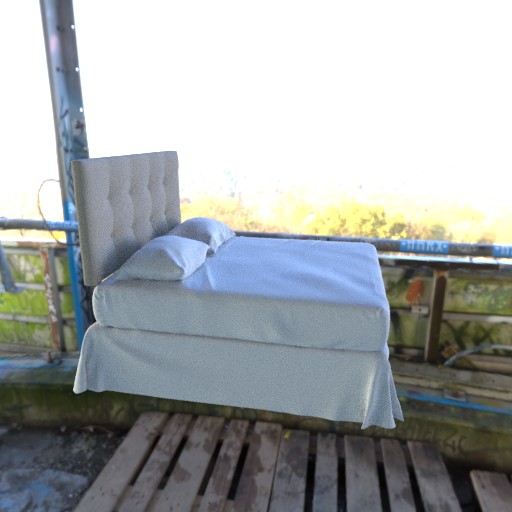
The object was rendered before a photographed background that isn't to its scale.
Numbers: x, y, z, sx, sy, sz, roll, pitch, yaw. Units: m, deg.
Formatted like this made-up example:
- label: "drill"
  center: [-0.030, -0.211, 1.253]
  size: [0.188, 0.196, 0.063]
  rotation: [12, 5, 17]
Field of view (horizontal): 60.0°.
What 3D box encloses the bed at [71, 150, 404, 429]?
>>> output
- label: "bed"
  center: [0.000, 0.000, 3.548]
  size: [2.222, 1.577, 1.936]
  rotation: [3, 16, 11]
